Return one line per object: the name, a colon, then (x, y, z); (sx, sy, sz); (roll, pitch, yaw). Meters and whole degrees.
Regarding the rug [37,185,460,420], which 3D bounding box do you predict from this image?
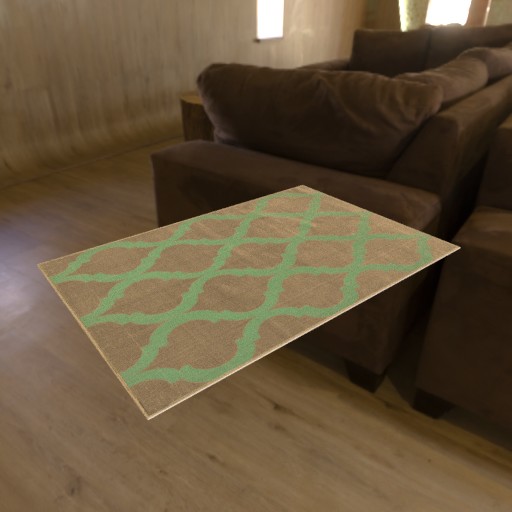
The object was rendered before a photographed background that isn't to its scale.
rug: (0.000, 0.000, 2.867); (2.286, 0.006, 1.524); (-21, 36, -33)
